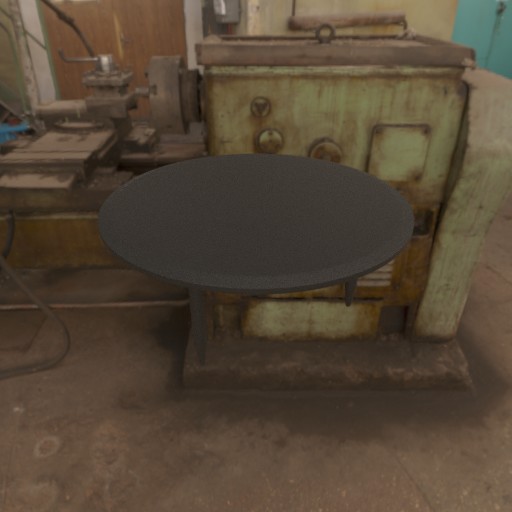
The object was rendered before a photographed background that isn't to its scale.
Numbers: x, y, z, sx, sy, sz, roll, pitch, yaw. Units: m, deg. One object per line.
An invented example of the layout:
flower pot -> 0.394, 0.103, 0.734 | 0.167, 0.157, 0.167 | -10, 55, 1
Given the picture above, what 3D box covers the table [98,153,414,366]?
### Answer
table -> 0.000, 0.000, 1.414 | 0.900, 0.400, 0.900 | 0, 31, 0
